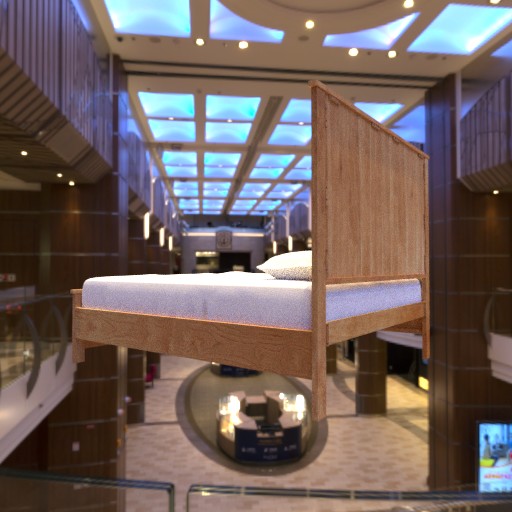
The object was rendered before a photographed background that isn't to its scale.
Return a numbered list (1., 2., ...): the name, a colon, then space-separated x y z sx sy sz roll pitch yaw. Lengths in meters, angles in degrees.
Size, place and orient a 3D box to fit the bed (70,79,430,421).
1. bed: 0.000 0.000 4.146 2.530 1.938 2.225 -1 -2 37
